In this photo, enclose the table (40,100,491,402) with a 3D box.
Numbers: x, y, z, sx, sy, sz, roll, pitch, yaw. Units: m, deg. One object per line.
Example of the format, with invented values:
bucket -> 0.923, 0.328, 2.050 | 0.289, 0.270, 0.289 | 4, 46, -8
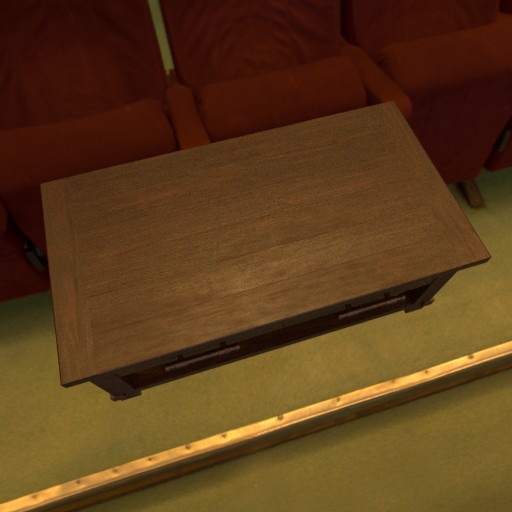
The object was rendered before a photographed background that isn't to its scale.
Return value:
table -> 0.000, 0.000, 1.602 | 1.270, 0.494, 0.700 | -15, 64, -8
